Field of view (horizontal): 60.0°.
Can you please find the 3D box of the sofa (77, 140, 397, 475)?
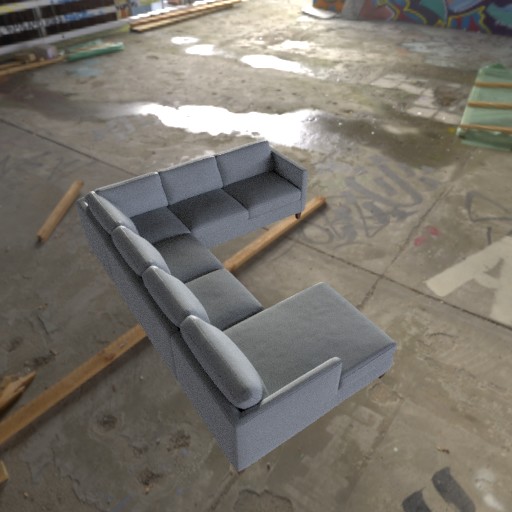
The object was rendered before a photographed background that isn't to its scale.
[{"bbox_3d":[0.000,0.000,4.460,2.551,0.853,3.238,-24,45,-26],"label":"sofa"}]
